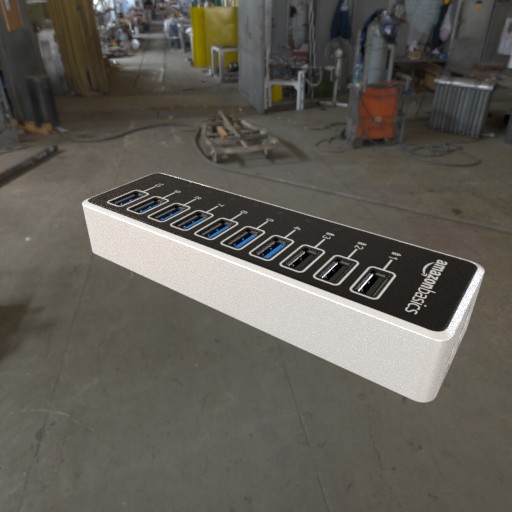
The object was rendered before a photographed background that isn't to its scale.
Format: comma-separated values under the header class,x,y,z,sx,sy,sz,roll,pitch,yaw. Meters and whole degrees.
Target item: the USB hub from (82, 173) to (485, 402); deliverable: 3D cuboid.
class,x,y,z,sx,sy,sz,roll,pitch,yaw
USB hub,0.000,0.000,0.163,0.145,0.023,0.044,20,36,30
